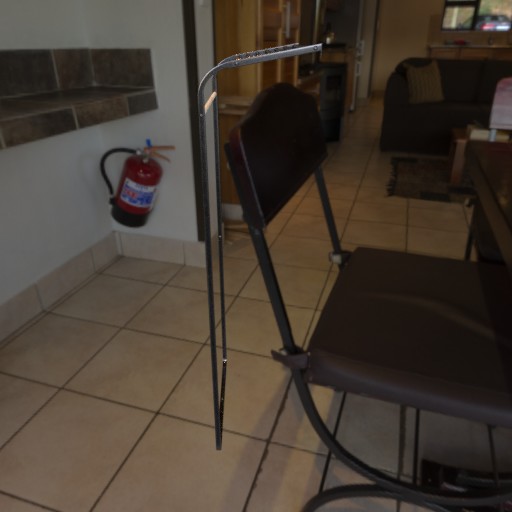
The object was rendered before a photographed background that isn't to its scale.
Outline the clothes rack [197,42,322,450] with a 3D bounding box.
[{"bbox_3d":[0.000,0.000,1.815,0.349,1.574,0.609,0,26,-1],"label":"clothes rack"}]
